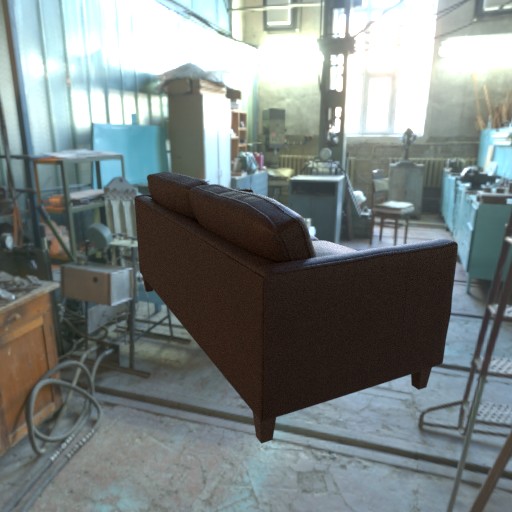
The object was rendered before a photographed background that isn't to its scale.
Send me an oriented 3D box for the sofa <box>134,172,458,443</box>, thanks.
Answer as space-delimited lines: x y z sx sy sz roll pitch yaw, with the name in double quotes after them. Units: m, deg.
0.000 0.000 2.491 0.923 0.863 1.971 -8 17 -26 "sofa"
